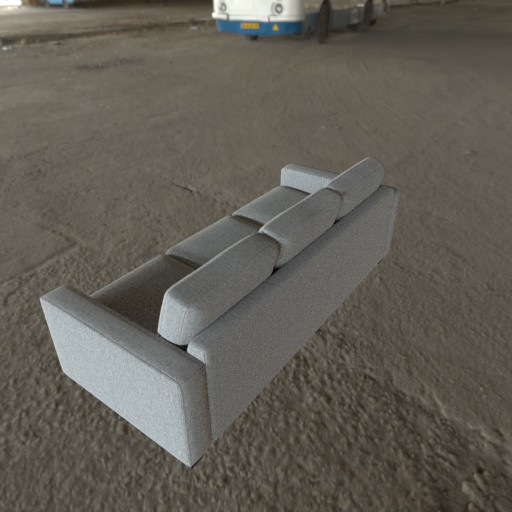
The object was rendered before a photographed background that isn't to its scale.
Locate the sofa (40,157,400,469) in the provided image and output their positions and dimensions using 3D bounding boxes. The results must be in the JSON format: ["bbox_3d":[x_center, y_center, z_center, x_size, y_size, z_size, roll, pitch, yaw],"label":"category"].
[{"bbox_3d":[0.000,0.000,2.566,0.900,0.800,2.120,21,38,30],"label":"sofa"}]
